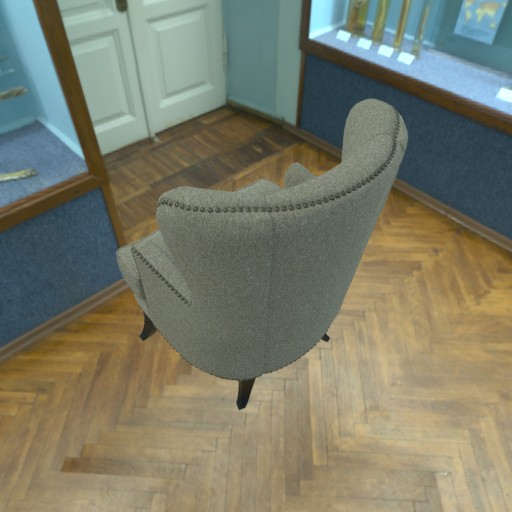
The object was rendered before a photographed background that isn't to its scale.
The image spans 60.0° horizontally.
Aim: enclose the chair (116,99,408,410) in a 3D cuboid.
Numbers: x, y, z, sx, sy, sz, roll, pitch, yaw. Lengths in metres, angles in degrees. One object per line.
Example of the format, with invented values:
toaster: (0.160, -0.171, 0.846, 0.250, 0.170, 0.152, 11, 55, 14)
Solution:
chair: (0.000, 0.000, 1.564, 0.759, 1.060, 0.758, -31, 53, -27)
